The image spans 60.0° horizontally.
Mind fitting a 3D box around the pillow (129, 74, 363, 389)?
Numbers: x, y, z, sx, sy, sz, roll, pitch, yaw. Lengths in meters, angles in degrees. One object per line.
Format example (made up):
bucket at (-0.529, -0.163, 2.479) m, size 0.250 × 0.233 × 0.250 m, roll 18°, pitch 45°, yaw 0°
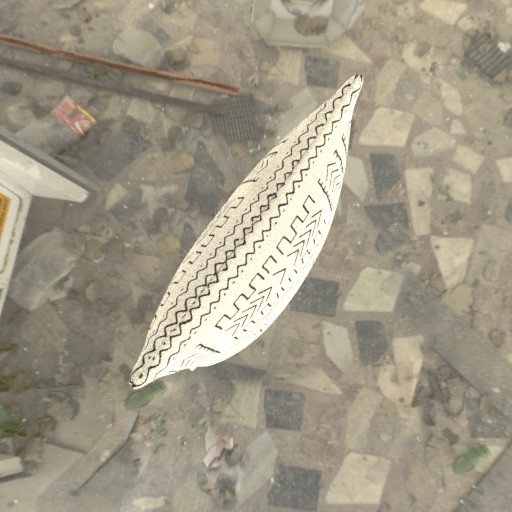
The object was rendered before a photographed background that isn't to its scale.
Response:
pillow at (0.000, 0.000, 0.683) m, size 0.164 × 0.430 × 0.438 m, roll 34°, pitch 80°, yaw 7°
